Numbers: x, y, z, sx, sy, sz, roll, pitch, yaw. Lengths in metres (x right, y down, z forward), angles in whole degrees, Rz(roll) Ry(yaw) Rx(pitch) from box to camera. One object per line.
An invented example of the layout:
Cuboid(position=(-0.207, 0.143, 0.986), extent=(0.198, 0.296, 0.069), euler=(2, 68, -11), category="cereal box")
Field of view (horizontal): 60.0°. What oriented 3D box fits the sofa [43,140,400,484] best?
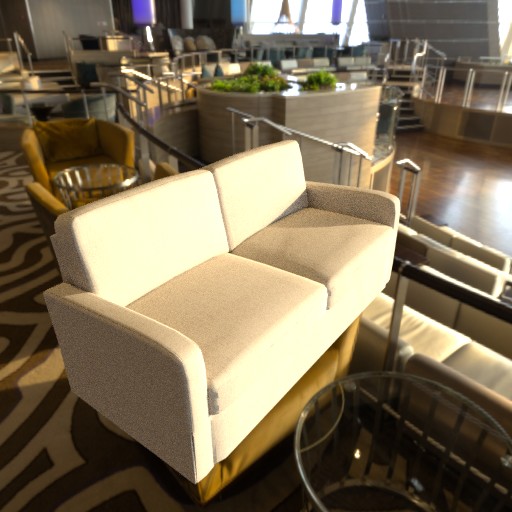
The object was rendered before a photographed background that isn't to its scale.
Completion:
Cuboid(position=(0.000, 0.000, 2.241), extent=(0.894, 0.831, 1.808), euler=(19, 33, 32), category="sofa")
